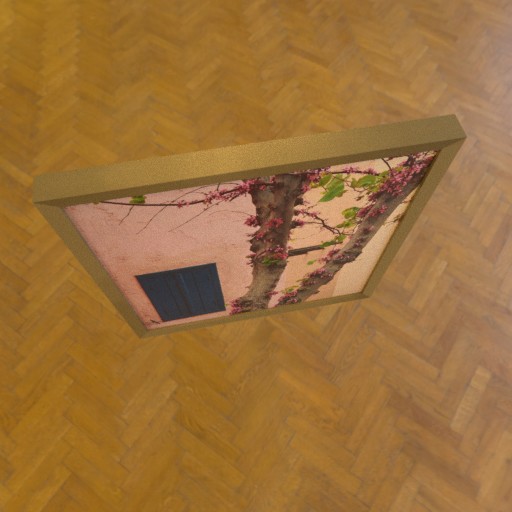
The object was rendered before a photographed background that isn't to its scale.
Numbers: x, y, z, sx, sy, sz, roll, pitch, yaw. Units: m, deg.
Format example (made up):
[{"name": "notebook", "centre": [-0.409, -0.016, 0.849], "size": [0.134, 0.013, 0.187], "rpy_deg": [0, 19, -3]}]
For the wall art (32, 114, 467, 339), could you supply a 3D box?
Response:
[{"name": "wall art", "centre": [0.000, 0.000, 0.742], "size": [0.507, 0.508, 0.038], "rpy_deg": [-10, 63, -5]}]
